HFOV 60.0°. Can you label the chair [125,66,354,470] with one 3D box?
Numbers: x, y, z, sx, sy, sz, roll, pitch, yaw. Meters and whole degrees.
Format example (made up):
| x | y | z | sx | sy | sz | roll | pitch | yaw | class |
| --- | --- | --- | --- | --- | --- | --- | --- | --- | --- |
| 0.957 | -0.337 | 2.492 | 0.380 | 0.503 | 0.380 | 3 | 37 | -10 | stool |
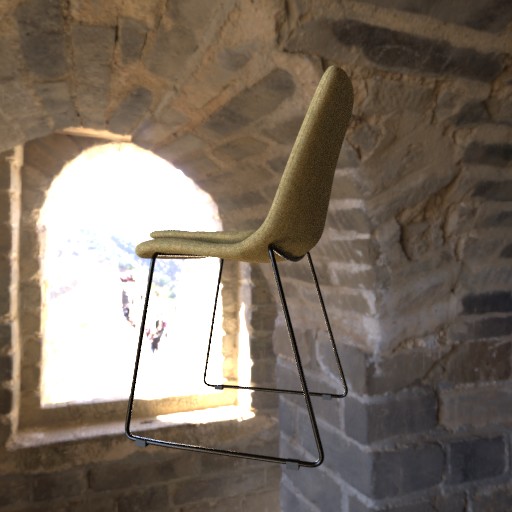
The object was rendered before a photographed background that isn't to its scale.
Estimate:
| x | y | z | sx | sy | sz | roll | pitch | yaw | class |
| --- | --- | --- | --- | --- | --- | --- | --- | --- | --- |
| 0.000 | 0.000 | 1.152 | 0.496 | 0.849 | 0.479 | 0 | -1 | 17 | chair |
